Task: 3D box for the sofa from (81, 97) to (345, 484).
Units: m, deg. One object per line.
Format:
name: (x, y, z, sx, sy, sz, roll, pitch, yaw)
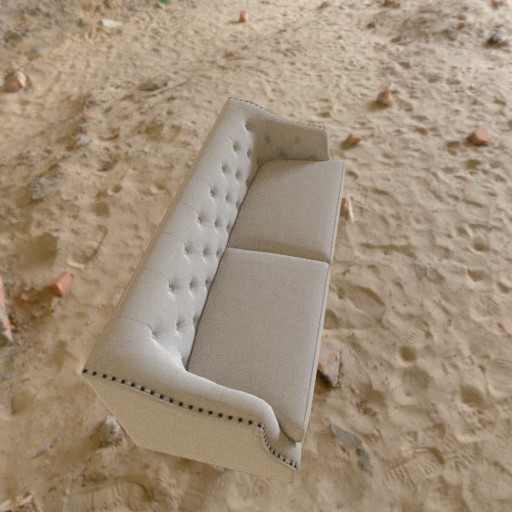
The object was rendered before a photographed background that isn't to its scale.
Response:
sofa: (0.000, 0.000, 2.683, 0.914, 0.901, 2.235, 9, 48, 9)
